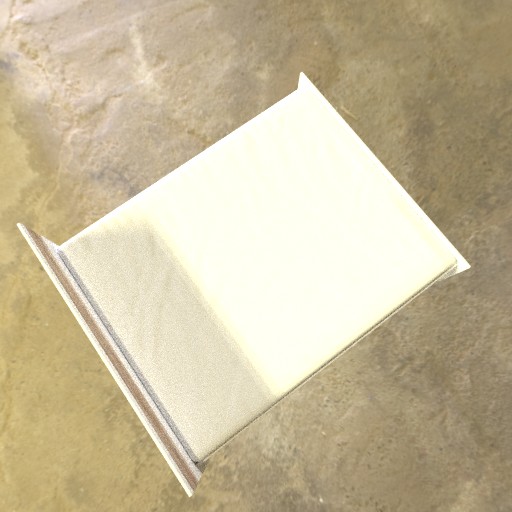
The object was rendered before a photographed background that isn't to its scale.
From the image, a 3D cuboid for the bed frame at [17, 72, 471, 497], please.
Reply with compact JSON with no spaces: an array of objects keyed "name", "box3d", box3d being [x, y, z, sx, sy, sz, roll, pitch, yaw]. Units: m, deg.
[{"name":"bed frame","box3d":[0.000,0.000,2.848,2.060,0.800,1.720,-35,79,-8]}]
